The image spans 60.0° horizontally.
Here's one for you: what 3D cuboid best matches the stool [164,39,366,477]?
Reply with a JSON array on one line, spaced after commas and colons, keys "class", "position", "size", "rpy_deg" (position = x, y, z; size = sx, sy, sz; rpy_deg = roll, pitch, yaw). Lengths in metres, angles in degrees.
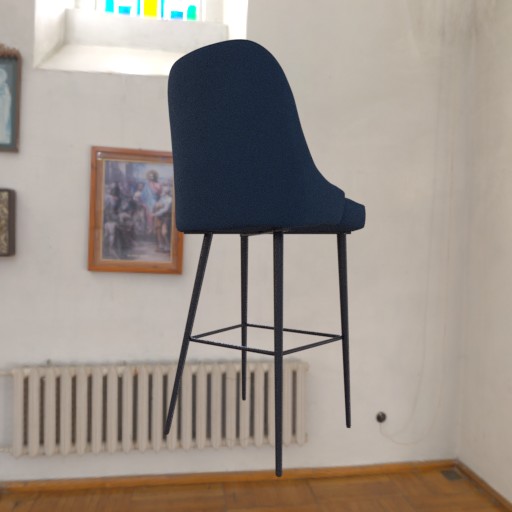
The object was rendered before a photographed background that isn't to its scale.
[{"class": "stool", "position": [0.000, 0.000, 1.346], "size": [0.527, 1.079, 0.489], "rpy_deg": [1, 1, 37]}]
